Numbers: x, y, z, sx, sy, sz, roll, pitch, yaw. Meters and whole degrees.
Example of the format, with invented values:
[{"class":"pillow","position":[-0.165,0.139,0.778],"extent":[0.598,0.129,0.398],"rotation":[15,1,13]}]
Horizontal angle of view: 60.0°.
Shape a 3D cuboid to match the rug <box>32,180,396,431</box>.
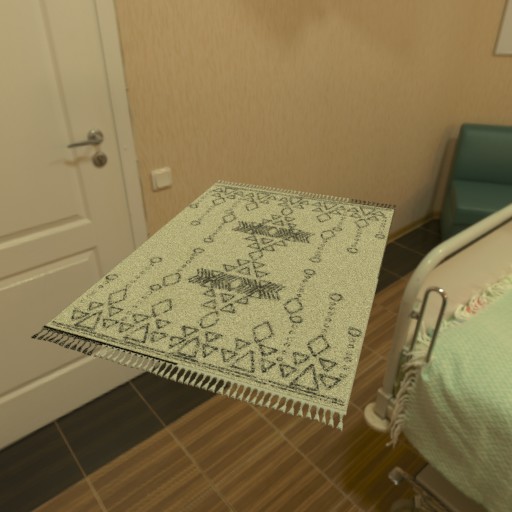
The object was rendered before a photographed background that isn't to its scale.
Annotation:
[{"class":"rug","position":[0.000,0.000,2.953],"extent":[1.600,0.013,2.312],"rotation":[11,33,17]}]
